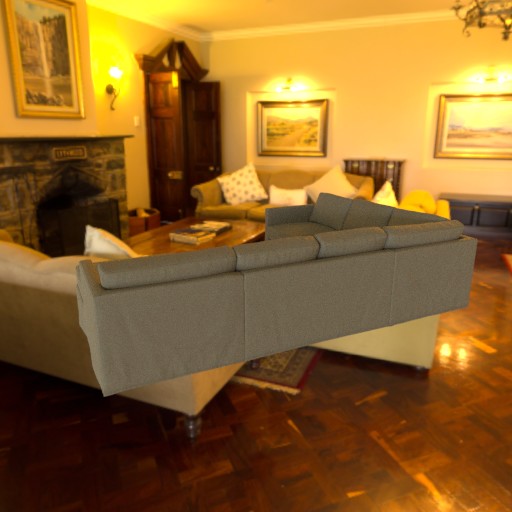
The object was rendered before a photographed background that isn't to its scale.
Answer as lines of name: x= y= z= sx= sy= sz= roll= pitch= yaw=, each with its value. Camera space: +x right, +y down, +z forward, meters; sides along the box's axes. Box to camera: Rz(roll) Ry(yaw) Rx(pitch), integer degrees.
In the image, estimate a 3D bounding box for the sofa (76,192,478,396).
sofa: x=0.000 y=0.000 z=4.519 sx=3.460 sy=0.882 sz=2.427 roll=-8 pitch=18 yaw=-25
